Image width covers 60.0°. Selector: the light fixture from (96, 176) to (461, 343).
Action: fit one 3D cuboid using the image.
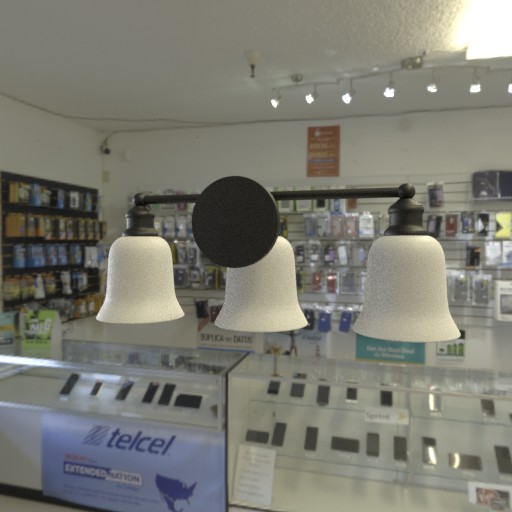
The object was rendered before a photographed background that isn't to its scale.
[{"bbox_3d":[0.000,0.000,0.663,0.570,0.211,0.198,1,2,17],"label":"light fixture"}]
